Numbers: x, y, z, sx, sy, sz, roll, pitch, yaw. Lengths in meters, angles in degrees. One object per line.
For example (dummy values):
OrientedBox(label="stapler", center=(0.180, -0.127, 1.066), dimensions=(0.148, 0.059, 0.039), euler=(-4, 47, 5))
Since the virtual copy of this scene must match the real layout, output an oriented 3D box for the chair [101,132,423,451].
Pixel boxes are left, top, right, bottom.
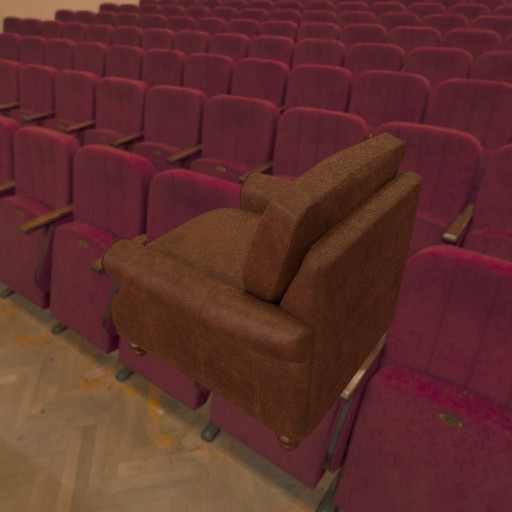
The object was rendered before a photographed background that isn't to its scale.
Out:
OrientedBox(label="chair", center=(0.000, 0.000, 1.812), dimensions=(1.002, 0.976, 0.996), euler=(21, 38, 30))
